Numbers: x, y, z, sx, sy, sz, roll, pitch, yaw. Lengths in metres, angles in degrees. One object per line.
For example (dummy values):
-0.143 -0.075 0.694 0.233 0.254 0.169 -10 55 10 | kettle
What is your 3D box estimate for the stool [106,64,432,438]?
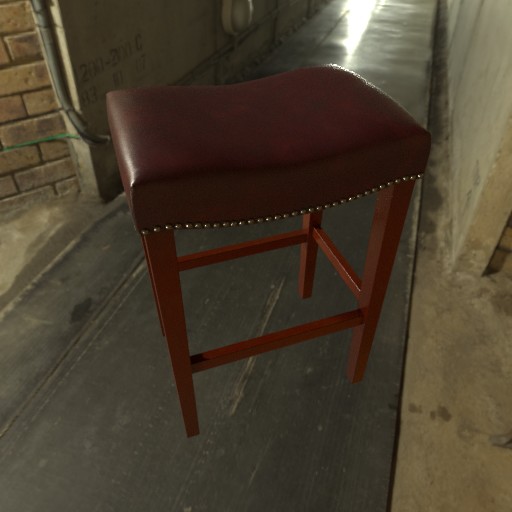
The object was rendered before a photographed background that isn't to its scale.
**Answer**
0.000 0.000 1.017 0.504 0.742 0.372 -13 43 -14 | stool
